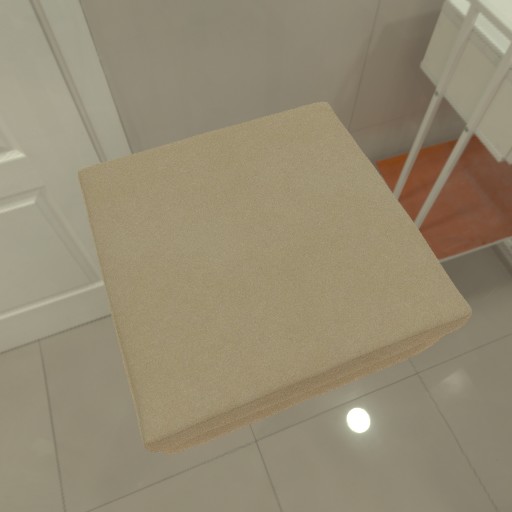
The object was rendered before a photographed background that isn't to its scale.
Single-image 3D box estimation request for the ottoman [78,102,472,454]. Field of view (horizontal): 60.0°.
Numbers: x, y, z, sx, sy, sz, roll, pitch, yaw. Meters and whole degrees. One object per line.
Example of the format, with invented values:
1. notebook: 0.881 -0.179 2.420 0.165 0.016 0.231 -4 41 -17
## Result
1. ottoman: 0.000 0.000 1.843 1.205 0.522 1.190 -19 61 -11
